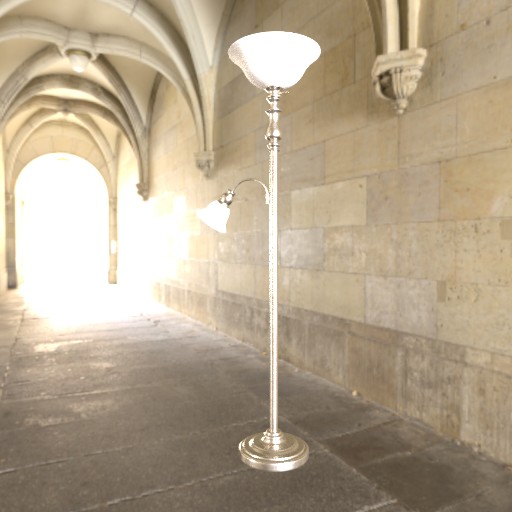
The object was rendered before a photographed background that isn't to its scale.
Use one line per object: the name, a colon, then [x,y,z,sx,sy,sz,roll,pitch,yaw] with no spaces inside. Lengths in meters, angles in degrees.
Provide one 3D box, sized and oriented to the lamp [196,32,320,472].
lamp: [0.000,0.000,2.003,0.575,1.785,0.405,0,1,19]
